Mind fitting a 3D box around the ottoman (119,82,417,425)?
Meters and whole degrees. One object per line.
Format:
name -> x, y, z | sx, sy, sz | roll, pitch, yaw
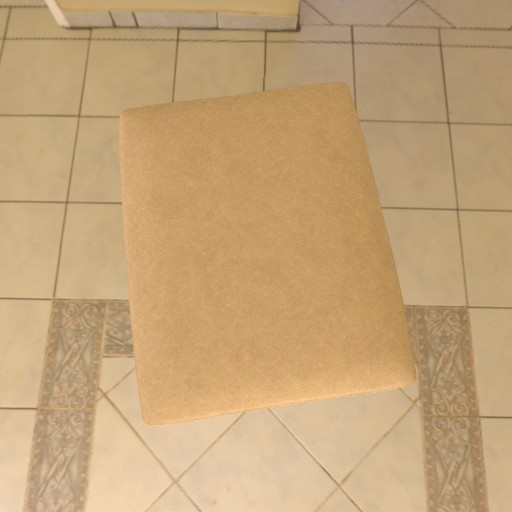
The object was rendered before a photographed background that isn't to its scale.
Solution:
ottoman -> 0.000, 0.000, 1.161 | 0.584, 0.513, 0.741 | -8, 75, -2
